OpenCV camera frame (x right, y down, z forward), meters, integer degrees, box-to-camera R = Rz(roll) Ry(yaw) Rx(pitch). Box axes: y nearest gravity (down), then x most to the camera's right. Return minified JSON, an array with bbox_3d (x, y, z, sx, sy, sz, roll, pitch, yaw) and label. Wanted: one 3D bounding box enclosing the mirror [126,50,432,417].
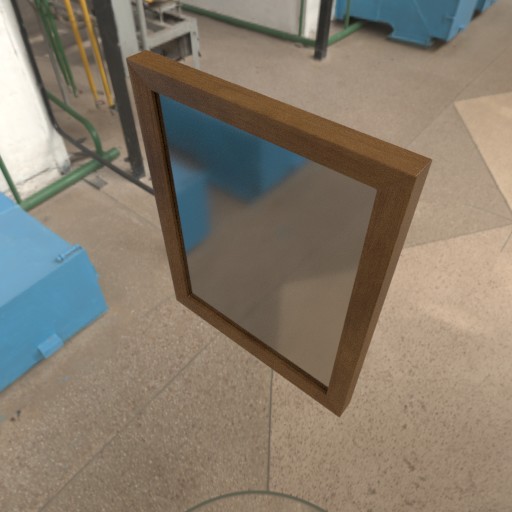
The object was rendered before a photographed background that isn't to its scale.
[{"bbox_3d":[0.000,0.000,0.681,0.405,0.508,0.041,31,54,26],"label":"mirror"}]
